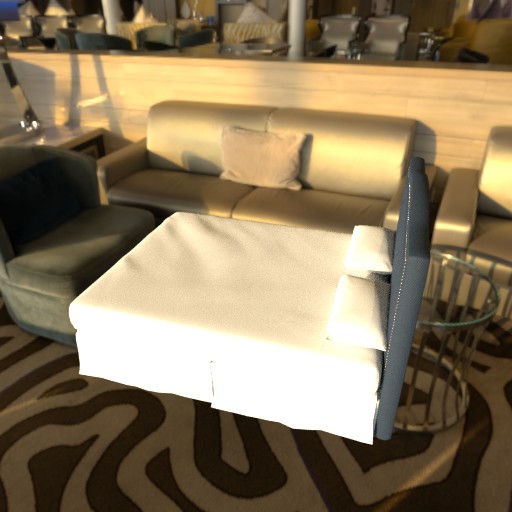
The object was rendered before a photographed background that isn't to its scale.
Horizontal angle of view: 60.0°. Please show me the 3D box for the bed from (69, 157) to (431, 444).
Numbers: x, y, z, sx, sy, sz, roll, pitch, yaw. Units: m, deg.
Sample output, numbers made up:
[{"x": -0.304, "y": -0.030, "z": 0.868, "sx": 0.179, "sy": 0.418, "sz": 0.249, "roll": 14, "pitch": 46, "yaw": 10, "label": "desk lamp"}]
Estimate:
[{"x": 0.000, "y": 0.000, "z": 3.426, "sx": 2.282, "sy": 1.436, "sz": 1.821, "roll": 9, "pitch": 31, "yaw": 15, "label": "bed"}]
